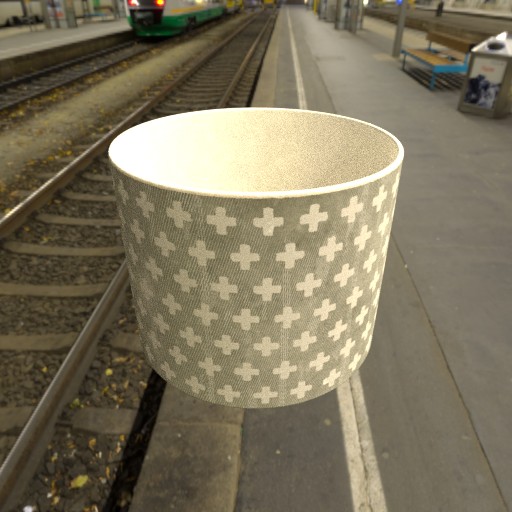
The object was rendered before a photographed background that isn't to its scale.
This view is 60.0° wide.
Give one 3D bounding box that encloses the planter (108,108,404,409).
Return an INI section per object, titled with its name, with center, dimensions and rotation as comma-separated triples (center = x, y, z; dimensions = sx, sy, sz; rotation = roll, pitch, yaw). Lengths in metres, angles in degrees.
[planter]
center = 0.000, 0.000, 0.450
dimensions = 0.250, 0.239, 0.250
rotation = 0, 31, 0
